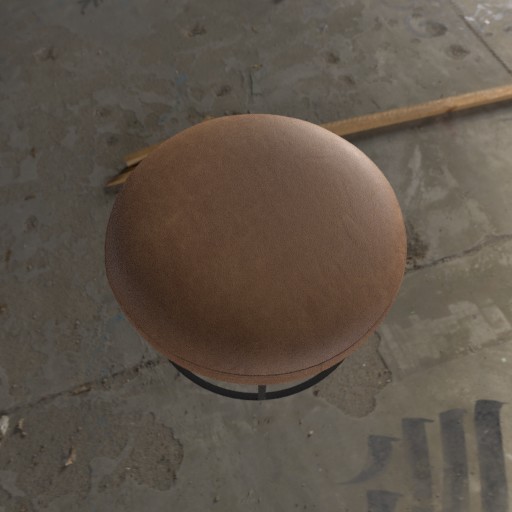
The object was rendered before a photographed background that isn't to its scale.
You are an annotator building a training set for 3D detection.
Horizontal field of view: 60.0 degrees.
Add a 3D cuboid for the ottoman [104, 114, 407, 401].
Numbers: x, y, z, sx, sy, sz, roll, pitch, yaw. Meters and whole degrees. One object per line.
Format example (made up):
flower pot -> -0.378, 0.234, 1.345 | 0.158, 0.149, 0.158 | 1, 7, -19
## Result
ottoman -> 0.000, 0.000, 1.282 | 0.771, 0.460, 0.771 | 0, 63, 0
